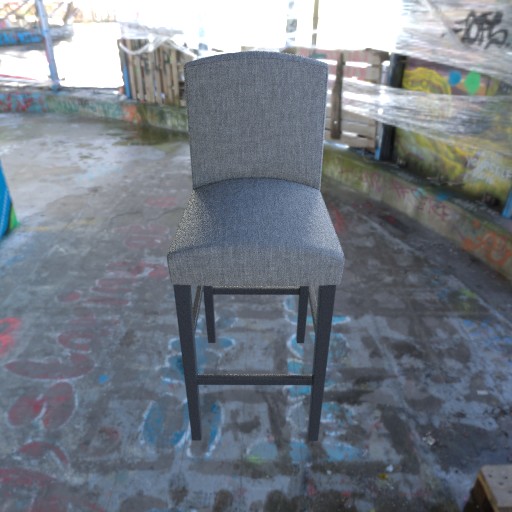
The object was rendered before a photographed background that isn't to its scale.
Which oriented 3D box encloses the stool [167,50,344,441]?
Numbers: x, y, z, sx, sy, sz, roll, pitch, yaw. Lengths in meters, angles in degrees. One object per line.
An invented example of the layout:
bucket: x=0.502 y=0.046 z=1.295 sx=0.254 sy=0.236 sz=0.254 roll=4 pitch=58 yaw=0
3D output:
stool: x=0.000 y=0.000 z=1.407 sx=0.451 sy=1.138 sz=0.552 roll=0 pitch=31 yaw=0
